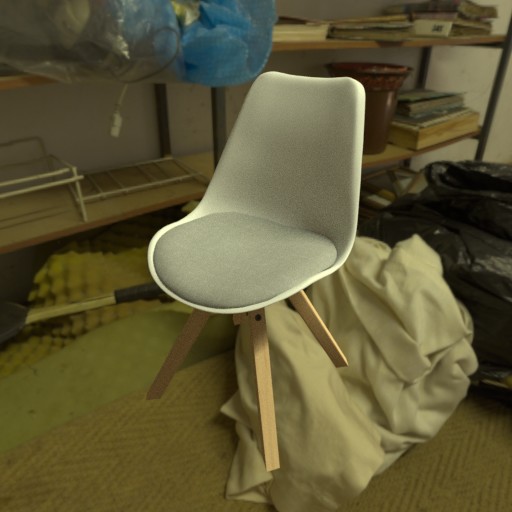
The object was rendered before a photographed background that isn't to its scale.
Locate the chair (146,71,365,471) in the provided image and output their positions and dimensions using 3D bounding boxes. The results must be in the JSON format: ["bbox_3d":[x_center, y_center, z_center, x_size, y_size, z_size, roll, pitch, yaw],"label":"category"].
[{"bbox_3d":[0.000,0.000,1.177,0.485,0.850,0.550,18,34,29],"label":"chair"}]
